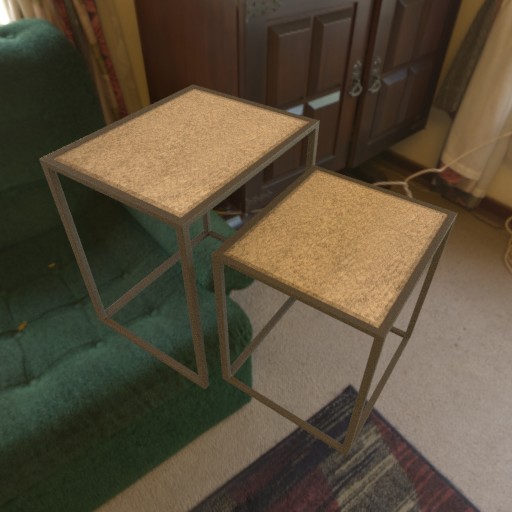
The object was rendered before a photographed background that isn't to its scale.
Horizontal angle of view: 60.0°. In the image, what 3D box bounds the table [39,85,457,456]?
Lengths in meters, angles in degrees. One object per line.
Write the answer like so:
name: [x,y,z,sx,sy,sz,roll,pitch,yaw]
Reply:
table: [0.000,0.000,1.128,0.788,0.540,0.508,25,48,25]
